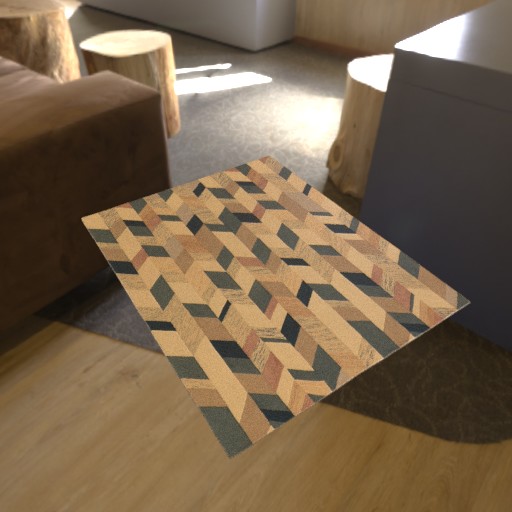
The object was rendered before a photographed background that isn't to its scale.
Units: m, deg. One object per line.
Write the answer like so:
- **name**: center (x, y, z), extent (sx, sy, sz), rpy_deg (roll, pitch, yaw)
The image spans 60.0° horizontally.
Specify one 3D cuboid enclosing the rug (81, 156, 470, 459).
- **rug**: center (0.000, 0.000, 4.273), extent (2.451, 0.011, 3.072), rpy_deg (-24, 47, -24)
